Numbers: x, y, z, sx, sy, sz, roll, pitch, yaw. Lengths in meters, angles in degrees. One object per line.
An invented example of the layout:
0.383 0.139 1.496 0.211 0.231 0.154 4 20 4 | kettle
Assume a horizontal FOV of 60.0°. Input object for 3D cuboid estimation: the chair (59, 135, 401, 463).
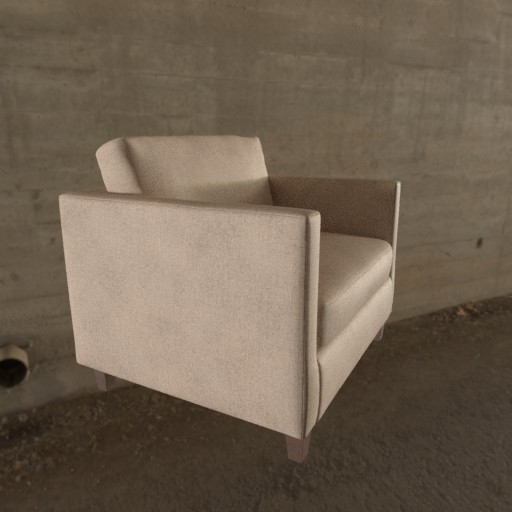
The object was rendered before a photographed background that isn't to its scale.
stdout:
0.000 0.000 1.813 0.959 0.961 1.133 8 17 28 | chair
